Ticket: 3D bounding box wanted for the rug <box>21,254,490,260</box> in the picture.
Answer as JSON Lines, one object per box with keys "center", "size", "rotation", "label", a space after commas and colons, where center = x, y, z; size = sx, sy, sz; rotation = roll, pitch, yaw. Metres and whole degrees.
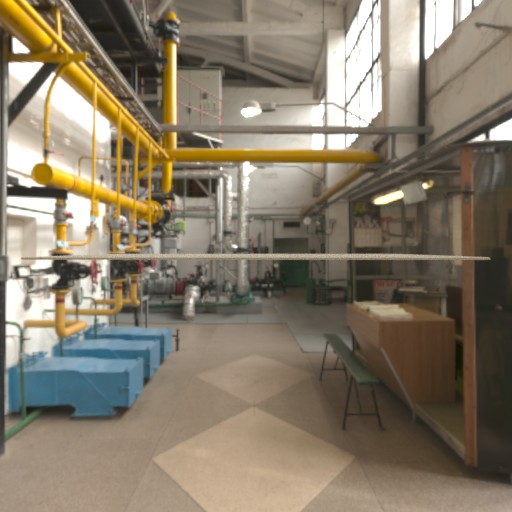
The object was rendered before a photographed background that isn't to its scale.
{"center": [0.000, 0.000, 2.327], "size": [1.829, 0.010, 1.219], "rotation": [0, 1, 1], "label": "rug"}
